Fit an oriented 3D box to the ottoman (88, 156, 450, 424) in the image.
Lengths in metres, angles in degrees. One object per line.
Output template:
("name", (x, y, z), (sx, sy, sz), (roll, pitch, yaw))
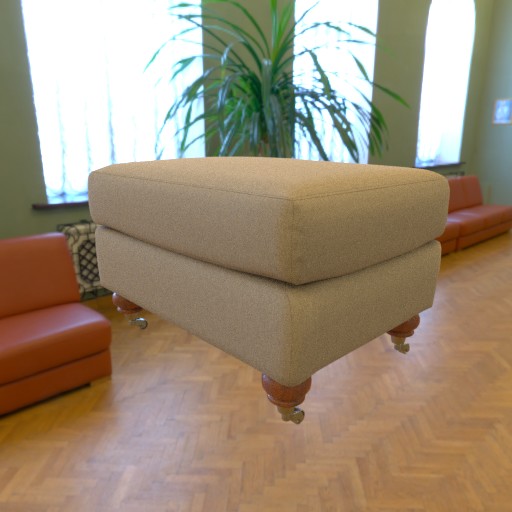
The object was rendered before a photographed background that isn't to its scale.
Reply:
("ottoman", (0.000, 0.000, 1.156), (0.574, 0.497, 0.773), (-14, 21, -42))
